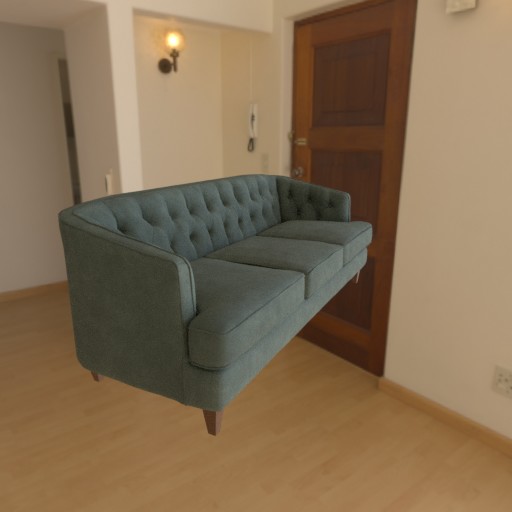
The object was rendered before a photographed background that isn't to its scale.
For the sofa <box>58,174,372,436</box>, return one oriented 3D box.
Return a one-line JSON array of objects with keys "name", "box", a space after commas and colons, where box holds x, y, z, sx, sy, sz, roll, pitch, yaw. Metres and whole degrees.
[{"name": "sofa", "box": [0.000, 0.000, 2.703, 0.941, 0.855, 2.278, 8, 17, 26]}]
